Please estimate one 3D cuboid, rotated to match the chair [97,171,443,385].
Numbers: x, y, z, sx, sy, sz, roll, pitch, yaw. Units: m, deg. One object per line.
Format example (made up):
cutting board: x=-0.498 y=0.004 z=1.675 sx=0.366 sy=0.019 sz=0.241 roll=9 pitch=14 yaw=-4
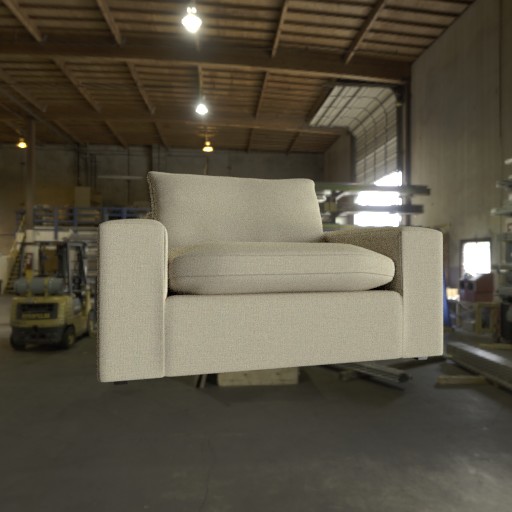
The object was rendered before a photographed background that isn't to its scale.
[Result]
chair: x=0.000 y=0.000 z=2.111 sx=1.398 sy=0.915 sz=1.039 roll=0 pitch=-1 yaw=-18
